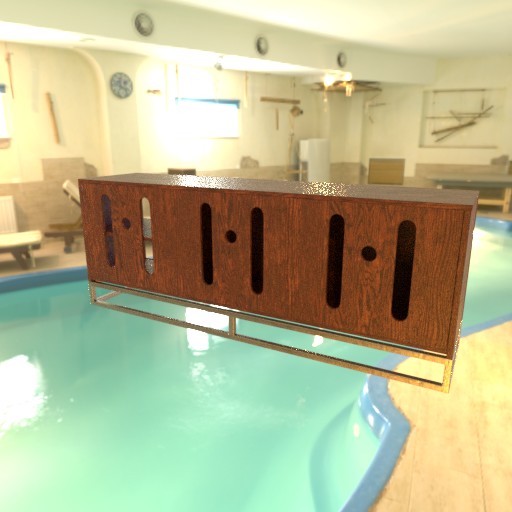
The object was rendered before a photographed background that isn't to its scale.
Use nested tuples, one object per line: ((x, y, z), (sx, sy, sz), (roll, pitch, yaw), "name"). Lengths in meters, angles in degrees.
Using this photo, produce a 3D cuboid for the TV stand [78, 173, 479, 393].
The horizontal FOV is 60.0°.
((0.000, 0.000, 1.790), (1.541, 0.578, 0.382), (8, 17, 27), "TV stand")
